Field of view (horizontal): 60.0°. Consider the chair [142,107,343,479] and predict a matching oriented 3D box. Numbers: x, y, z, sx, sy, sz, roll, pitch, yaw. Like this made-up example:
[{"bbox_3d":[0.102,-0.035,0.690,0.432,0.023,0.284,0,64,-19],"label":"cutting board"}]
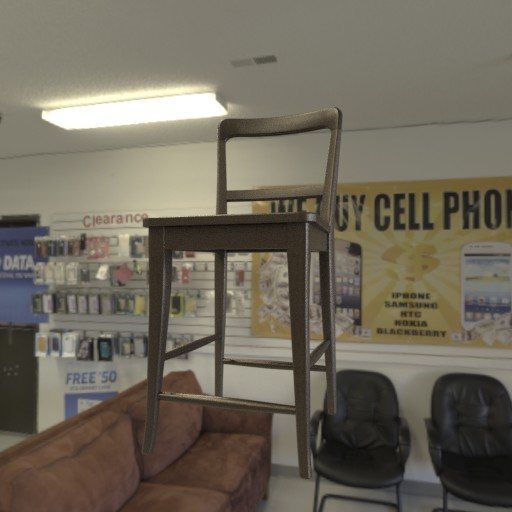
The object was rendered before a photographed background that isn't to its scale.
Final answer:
[{"bbox_3d":[0.000,0.000,1.296,0.450,0.991,0.546,0,-1,18],"label":"chair"}]
